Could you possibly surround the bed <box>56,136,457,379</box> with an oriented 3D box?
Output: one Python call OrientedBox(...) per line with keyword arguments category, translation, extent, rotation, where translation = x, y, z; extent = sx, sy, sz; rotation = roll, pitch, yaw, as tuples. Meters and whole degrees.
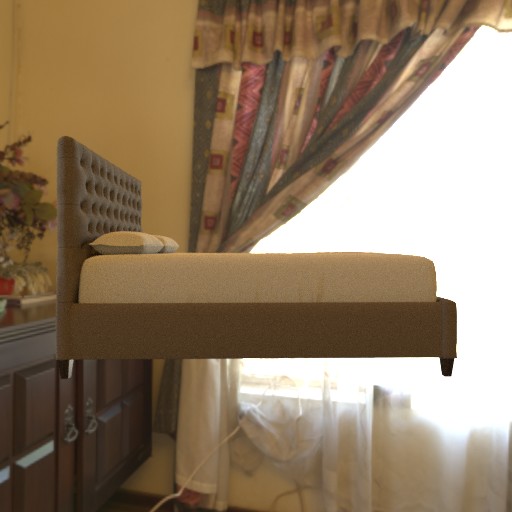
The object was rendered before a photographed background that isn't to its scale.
OrientedBox(category="bed", translation=(0.000, 0.000, 3.439), extent=(2.387, 1.427, 1.698), rotation=(0, 1, -1))
